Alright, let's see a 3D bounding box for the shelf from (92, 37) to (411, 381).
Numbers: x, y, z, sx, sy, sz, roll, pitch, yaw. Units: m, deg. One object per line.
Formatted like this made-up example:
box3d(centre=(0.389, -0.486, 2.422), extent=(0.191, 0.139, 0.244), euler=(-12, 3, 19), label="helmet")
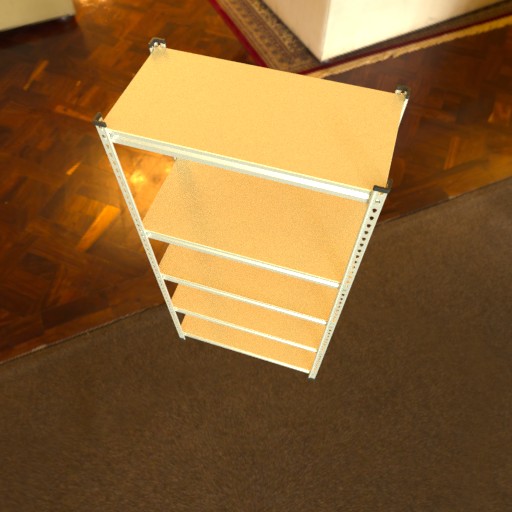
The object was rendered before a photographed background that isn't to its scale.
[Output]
box3d(centre=(0.000, 0.000, 2.173), extent=(0.914, 1.829, 0.457), euler=(15, 60, 9), label="shelf")
